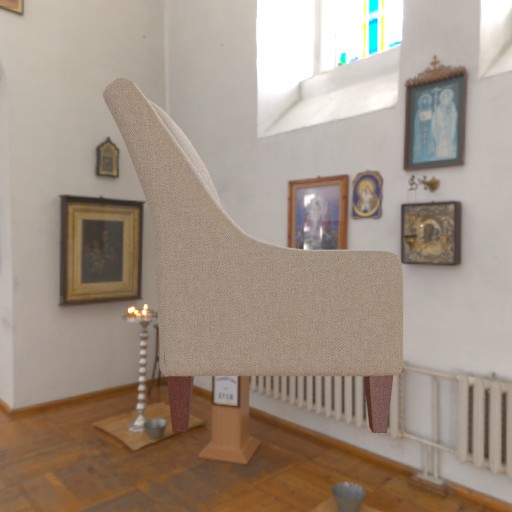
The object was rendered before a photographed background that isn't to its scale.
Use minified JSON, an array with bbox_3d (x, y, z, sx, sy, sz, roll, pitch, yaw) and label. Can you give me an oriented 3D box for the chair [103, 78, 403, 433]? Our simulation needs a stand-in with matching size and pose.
[{"bbox_3d":[0.000,0.000,1.619,0.870,1.014,0.774,0,-1,1],"label":"chair"}]
